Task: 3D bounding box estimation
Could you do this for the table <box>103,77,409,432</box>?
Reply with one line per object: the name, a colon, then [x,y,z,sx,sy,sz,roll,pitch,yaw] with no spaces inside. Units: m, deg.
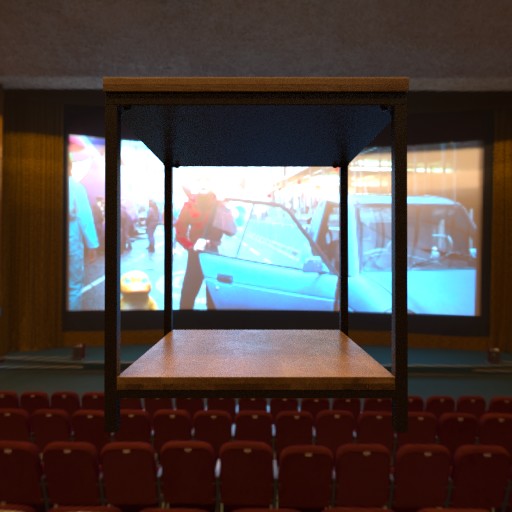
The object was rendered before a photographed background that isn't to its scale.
table: [0.000,0.000,0.984,0.507,0.589,0.503,0,0,0]
